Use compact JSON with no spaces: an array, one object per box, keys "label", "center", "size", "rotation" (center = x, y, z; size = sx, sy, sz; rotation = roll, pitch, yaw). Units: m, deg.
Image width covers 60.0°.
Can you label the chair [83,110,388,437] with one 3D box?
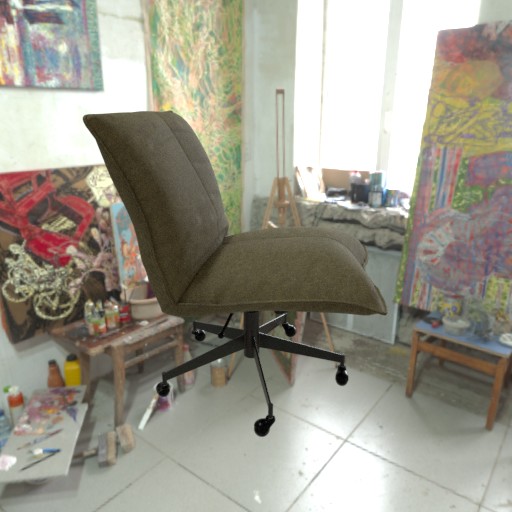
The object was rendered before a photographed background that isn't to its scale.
[{"label":"chair","center":[0.000,0.000,1.299],"size":[0.696,0.811,0.597],"rotation":[3,18,8]}]
